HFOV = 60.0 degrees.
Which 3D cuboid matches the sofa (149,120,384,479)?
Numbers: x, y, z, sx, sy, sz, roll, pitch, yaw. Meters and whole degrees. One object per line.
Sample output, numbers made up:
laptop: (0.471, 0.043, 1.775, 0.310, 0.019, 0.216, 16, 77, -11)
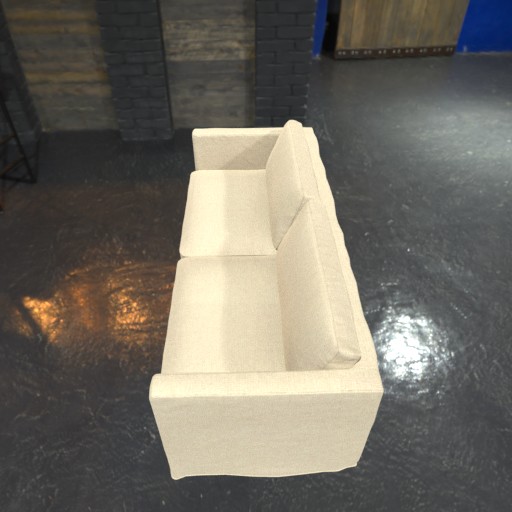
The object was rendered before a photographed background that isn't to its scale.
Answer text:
sofa: (0.000, 0.000, 2.750, 0.962, 0.853, 2.312, -1, 42, -1)
